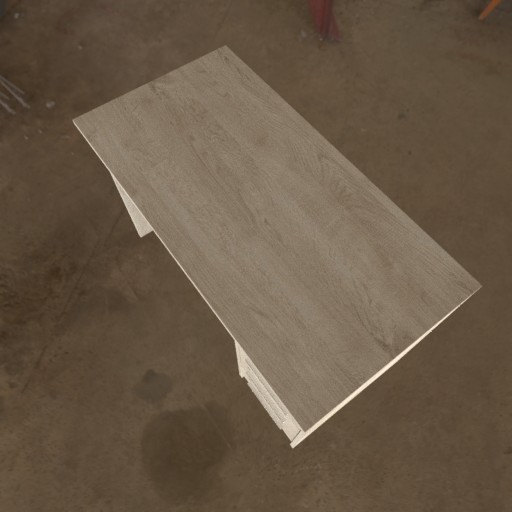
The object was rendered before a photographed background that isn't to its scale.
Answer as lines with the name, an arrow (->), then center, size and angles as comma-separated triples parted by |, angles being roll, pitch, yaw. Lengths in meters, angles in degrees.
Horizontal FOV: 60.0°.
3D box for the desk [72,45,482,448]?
desk -> 0.000, 0.000, 1.527 | 0.560, 0.730, 1.096 | -33, 67, -16
